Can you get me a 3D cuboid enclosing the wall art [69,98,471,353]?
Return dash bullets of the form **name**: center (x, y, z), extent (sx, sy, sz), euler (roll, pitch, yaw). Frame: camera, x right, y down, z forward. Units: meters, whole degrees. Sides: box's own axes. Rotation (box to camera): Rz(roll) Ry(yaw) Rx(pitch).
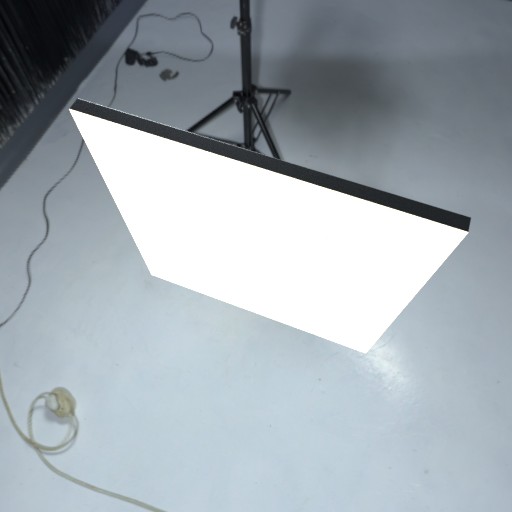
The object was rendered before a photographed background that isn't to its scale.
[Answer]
- **wall art**: center (0.000, 0.000, 1.155), extent (0.773, 0.775, 0.031), euler (19, 64, 9)
